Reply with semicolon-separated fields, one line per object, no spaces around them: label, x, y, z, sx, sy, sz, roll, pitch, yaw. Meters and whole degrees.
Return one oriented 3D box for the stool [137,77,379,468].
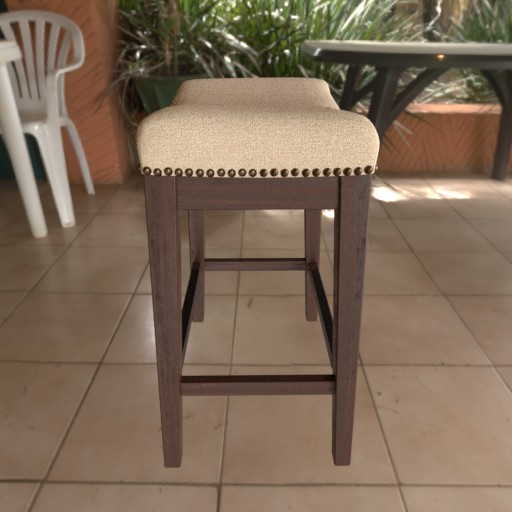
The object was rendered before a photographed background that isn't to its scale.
stool;0.000;0.000;0.936;0.363;0.669;0.509;0;28;-1
